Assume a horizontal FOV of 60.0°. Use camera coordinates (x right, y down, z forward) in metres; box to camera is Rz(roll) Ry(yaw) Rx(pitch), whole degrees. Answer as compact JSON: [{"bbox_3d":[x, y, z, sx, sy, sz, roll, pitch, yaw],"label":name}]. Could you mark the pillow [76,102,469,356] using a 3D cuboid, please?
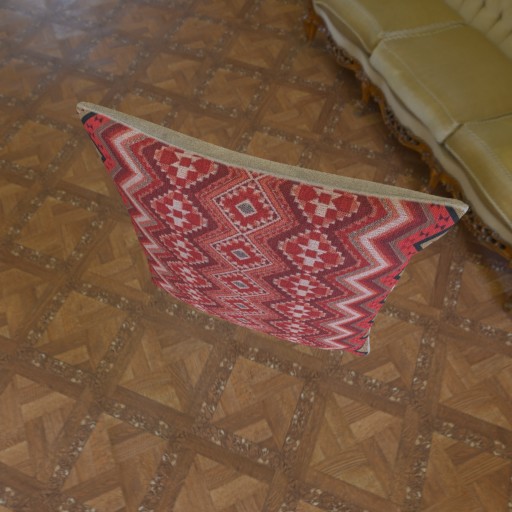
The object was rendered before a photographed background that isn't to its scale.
[{"bbox_3d":[0.000,0.000,0.764,0.513,0.511,0.158,17,60,10],"label":"pillow"}]
